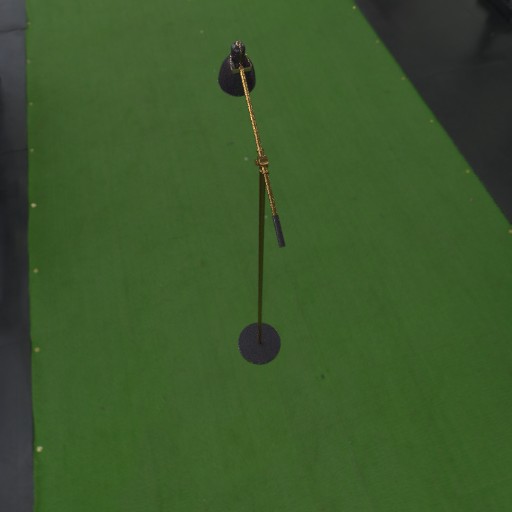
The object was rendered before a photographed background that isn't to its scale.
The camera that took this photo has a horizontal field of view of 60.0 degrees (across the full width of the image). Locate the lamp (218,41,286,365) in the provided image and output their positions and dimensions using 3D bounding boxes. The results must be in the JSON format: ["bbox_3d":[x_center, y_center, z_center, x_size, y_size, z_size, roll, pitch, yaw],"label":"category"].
[{"bbox_3d":[0.000,0.000,1.804,0.235,1.628,0.618,-11,60,-7],"label":"lamp"}]
